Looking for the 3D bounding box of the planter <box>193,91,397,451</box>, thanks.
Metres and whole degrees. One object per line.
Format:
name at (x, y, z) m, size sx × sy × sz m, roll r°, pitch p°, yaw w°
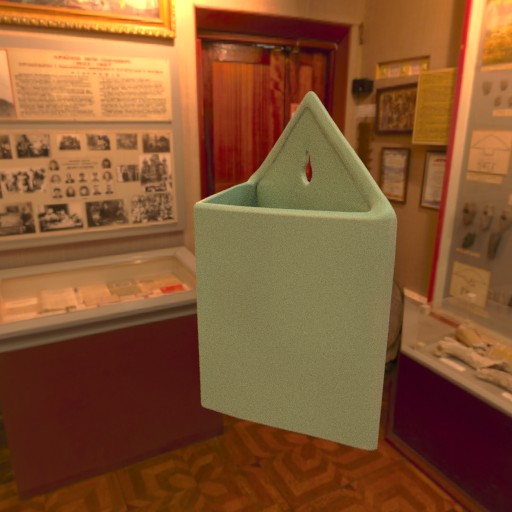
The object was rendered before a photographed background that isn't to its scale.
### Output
planter at (0.000, 0.000, 0.280) m, size 0.079 × 0.197 × 0.164 m, roll -8°, pitch 18°, yaw -24°
